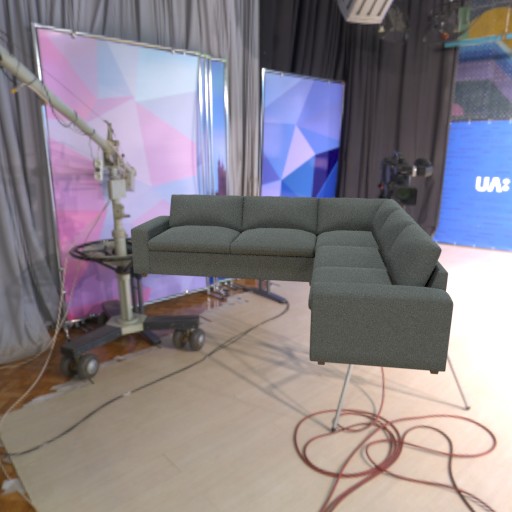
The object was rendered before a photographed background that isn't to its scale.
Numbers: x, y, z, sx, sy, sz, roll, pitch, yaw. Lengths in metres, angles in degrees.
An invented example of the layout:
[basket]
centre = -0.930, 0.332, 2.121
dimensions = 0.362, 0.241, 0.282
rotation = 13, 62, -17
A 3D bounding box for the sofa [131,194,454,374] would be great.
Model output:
[sofa]
centre = 0.000, 0.000, 4.742
dimensions = 3.277, 0.965, 2.895
rotation = 2, 15, 9
